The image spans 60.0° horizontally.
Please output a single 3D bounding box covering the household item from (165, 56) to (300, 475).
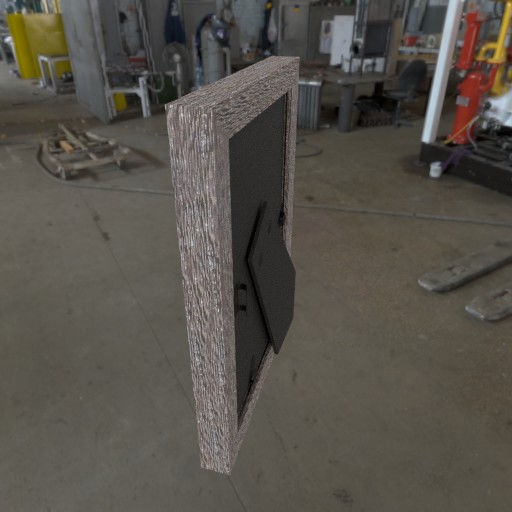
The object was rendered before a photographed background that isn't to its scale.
[{"bbox_3d":[0.000,0.000,0.235,0.020,0.180,0.133,8,31,14],"label":"household item"}]
